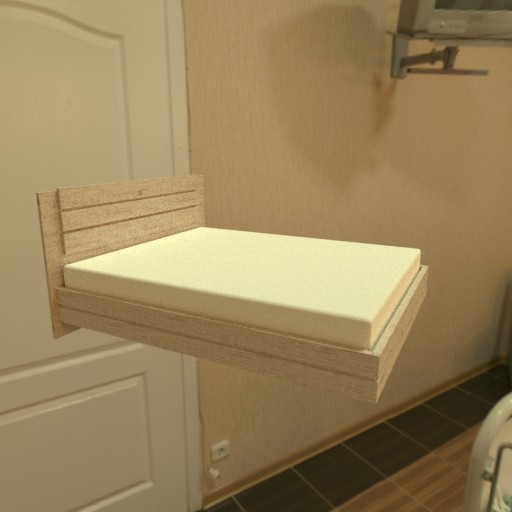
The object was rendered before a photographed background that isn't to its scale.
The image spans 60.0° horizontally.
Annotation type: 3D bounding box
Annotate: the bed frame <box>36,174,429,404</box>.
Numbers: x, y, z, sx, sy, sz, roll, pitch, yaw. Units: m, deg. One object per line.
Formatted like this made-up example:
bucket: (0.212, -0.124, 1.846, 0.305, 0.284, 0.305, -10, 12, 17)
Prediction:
bed frame: (0.000, 0.000, 3.071, 2.080, 0.970, 1.750, 7, 16, 27)
